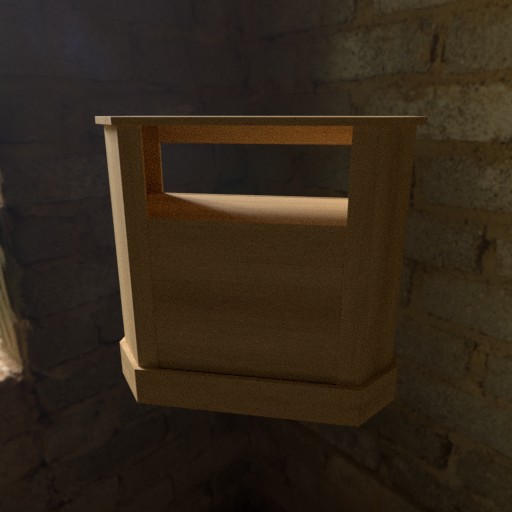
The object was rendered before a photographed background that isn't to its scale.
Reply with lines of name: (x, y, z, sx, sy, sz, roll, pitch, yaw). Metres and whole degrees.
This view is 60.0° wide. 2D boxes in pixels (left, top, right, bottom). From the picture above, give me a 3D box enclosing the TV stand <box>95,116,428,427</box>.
TV stand: (0.000, 0.000, 1.300, 0.851, 0.781, 0.425, 3, 18, 9)
